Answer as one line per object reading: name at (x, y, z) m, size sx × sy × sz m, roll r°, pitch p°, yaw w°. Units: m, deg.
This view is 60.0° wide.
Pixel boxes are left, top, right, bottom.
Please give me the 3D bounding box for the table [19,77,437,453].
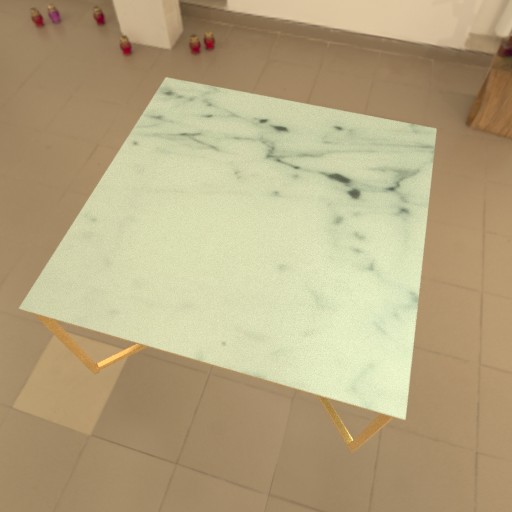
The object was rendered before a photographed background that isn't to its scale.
table at (0.000, 0.000, 1.261) m, size 0.800 × 0.450 × 0.800 m, roll 14°, pitch 59°, yaw 9°
